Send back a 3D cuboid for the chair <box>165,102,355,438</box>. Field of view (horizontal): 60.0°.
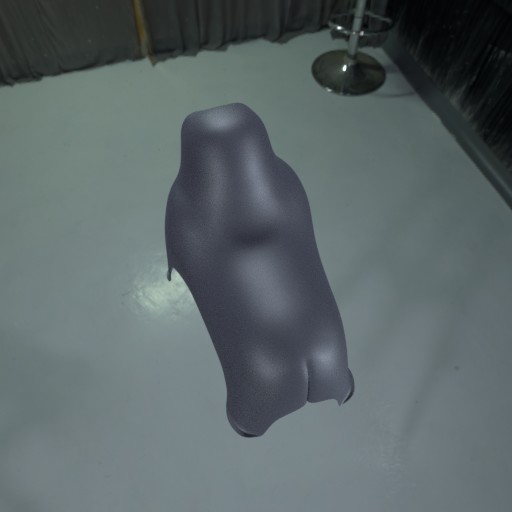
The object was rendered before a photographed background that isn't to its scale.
[{"bbox_3d":[0.000,0.000,1.178,0.490,0.600,0.758,-17,59,-11],"label":"chair"}]
